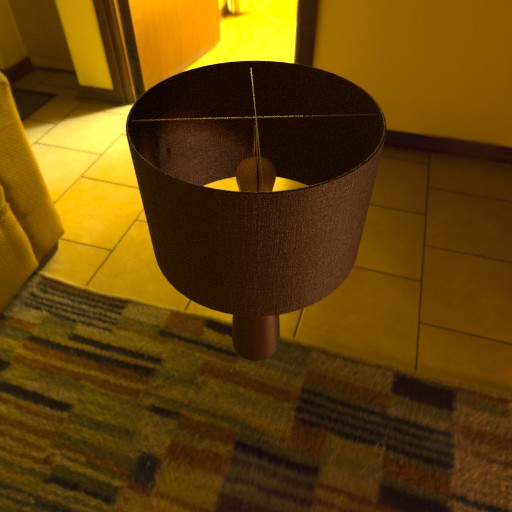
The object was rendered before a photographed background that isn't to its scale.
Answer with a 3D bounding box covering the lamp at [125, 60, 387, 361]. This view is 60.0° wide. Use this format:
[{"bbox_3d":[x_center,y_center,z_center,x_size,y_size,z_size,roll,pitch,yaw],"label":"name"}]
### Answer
[{"bbox_3d":[0.000,0.000,0.700,0.303,0.488,0.303,0,46,0],"label":"lamp"}]
